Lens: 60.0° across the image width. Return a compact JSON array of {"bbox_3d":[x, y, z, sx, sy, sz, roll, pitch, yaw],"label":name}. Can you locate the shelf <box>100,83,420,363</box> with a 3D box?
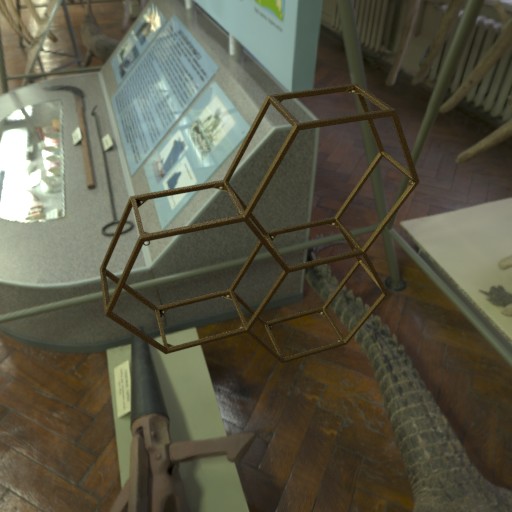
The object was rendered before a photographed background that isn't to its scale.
[{"bbox_3d":[0.000,0.000,1.052,0.708,0.701,0.150,-13,42,-14],"label":"shelf"}]
